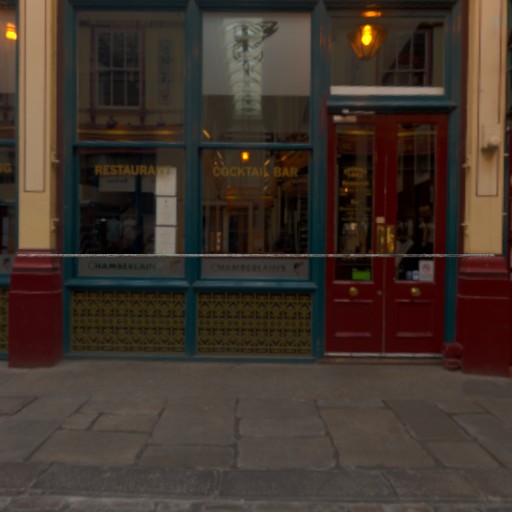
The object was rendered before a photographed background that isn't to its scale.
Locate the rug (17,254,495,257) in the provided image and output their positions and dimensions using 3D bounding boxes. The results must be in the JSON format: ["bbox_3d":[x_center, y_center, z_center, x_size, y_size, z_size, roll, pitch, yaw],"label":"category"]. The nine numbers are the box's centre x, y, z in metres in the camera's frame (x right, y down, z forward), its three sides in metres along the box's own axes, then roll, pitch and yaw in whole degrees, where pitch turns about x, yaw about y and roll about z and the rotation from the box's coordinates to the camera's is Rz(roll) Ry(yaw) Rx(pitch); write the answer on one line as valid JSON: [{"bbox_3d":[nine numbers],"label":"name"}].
[{"bbox_3d":[0.000,0.000,4.734,3.824,0.019,2.393,0,0,0],"label":"rug"}]
